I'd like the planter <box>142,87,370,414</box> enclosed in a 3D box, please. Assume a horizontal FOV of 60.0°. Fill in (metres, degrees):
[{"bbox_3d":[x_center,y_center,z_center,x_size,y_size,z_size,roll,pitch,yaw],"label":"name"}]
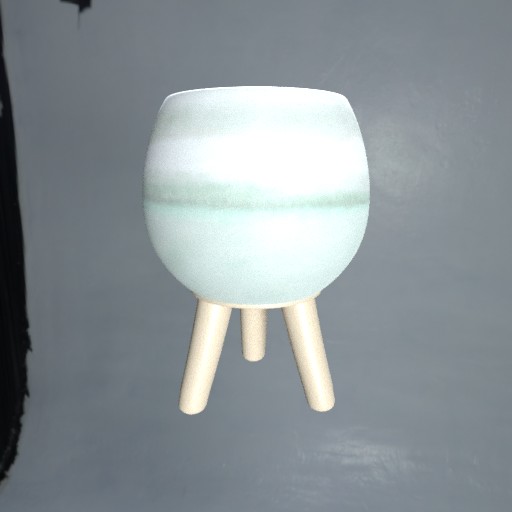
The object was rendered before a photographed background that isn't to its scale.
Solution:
[{"bbox_3d":[0.000,0.000,0.334,0.161,0.224,0.161,0,13,0],"label":"planter"}]
